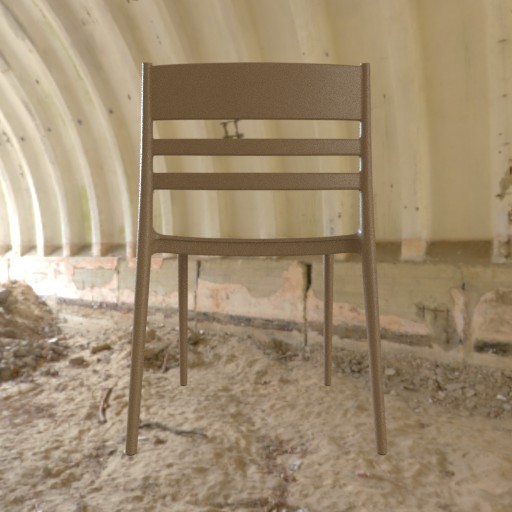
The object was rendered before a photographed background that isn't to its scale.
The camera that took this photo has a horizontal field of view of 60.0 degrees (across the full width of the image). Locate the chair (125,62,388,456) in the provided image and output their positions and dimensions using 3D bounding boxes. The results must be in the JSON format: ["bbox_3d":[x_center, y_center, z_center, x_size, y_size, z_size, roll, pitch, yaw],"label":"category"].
[{"bbox_3d":[0.000,0.000,1.126,0.531,0.800,0.511,0,0,0],"label":"chair"}]
